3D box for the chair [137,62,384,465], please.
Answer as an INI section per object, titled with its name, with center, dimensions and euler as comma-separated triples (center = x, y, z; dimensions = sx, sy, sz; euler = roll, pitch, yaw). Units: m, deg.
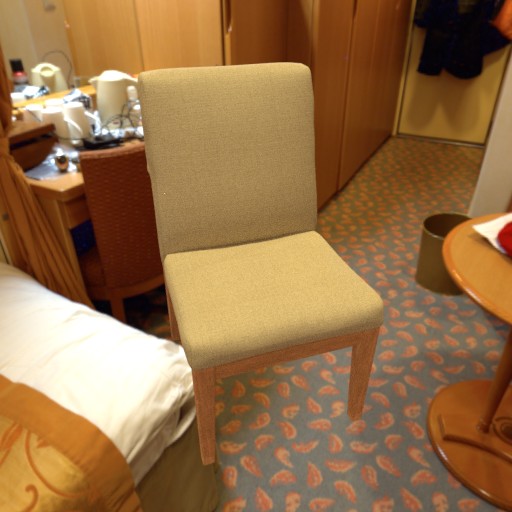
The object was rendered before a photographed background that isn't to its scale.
[chair]
center = 0.000, 0.000, 1.235
dimensions = 0.507, 0.911, 0.586
euler = -10, 33, -15
